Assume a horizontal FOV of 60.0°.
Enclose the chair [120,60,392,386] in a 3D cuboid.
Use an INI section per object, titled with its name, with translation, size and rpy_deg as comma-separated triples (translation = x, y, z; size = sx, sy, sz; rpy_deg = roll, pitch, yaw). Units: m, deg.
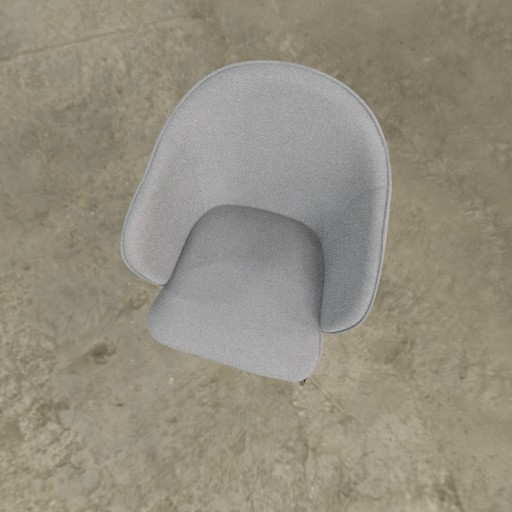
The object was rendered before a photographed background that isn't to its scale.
[chair]
translation = 0.000, 0.000, 1.189
size = 0.570, 0.817, 0.592
rpy_deg = 15, 75, 4
